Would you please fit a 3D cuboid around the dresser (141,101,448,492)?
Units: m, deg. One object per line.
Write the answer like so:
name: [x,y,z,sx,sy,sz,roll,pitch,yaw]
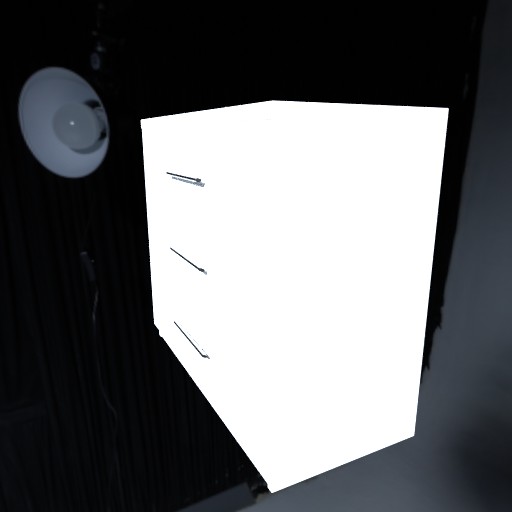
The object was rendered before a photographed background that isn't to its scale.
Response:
dresser: [0.000,0.000,1.224,0.420,0.740,0.830,-7,17,-26]
